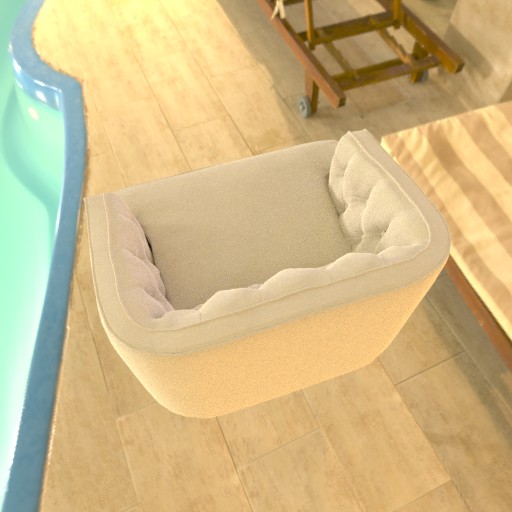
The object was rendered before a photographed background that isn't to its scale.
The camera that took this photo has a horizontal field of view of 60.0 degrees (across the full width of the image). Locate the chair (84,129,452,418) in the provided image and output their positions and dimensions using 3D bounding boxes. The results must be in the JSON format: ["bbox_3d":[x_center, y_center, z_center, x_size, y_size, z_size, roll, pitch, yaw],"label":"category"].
[{"bbox_3d":[0.000,0.000,1.710,1.104,0.852,0.941,-16,60,-10],"label":"chair"}]
